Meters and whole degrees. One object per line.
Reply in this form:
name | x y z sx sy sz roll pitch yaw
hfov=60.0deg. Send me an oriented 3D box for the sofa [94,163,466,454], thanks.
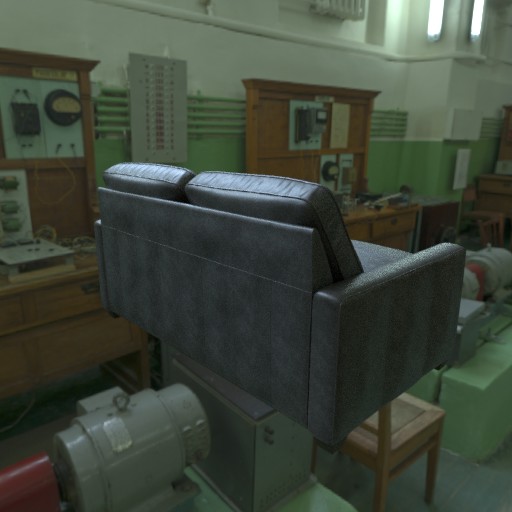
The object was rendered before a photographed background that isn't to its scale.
sofa | 0.000 0.000 2.253 0.939 0.916 1.732 -14 21 -42
